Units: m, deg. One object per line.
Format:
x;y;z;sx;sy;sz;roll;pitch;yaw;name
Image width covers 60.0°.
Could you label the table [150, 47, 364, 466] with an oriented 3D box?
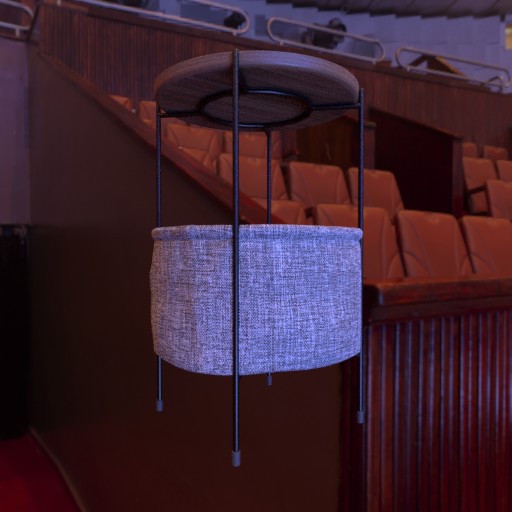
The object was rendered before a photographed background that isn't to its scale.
0.000;0.000;0.860;0.400;0.623;0.400;-1;1;-36;table
